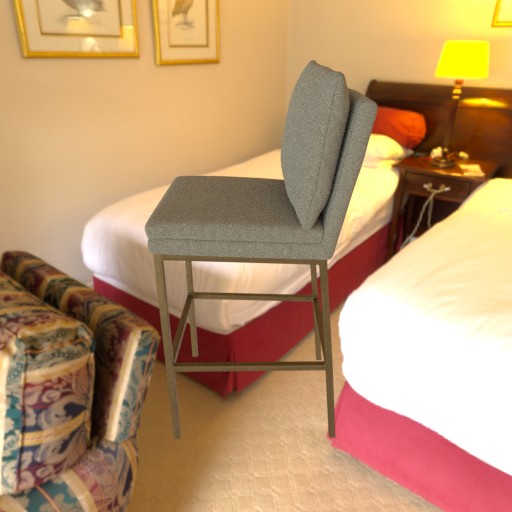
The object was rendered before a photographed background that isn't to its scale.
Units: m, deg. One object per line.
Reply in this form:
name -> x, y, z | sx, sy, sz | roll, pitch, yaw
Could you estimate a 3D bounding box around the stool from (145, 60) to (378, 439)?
stool -> 0.000, 0.000, 1.415 | 0.569, 1.132, 0.463 | 0, 26, 1
